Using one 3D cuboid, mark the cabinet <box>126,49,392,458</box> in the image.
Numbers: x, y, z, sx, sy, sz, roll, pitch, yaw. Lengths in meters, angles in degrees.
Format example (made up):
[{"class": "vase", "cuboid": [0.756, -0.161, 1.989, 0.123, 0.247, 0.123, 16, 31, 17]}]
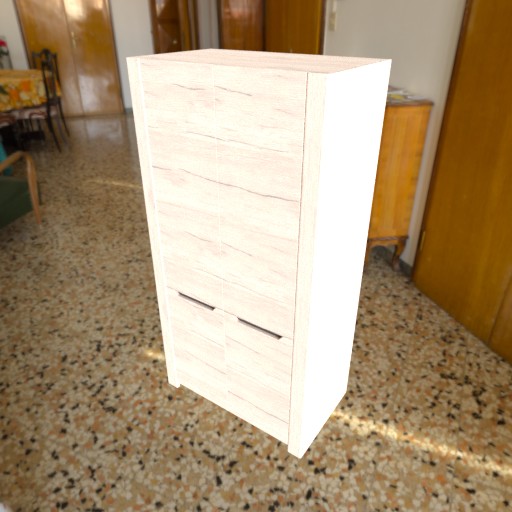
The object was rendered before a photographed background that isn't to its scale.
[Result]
[{"class": "cabinet", "cuboid": [0.000, 0.000, 2.360, 0.980, 1.930, 0.580, 19, 34, 30]}]
